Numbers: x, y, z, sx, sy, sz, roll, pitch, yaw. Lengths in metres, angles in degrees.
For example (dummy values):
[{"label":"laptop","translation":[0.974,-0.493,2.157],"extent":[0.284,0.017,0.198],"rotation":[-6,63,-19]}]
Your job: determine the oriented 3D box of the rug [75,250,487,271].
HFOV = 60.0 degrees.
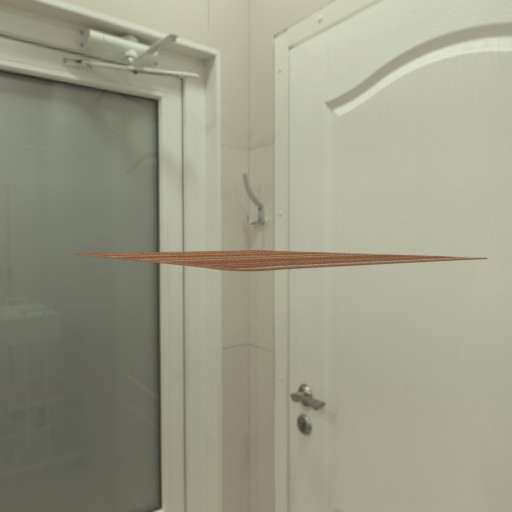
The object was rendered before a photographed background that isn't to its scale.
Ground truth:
[{"label":"rug","translation":[0.000,0.000,4.142],"extent":[2.479,0.023,3.092],"rotation":[-2,3,-36]}]
